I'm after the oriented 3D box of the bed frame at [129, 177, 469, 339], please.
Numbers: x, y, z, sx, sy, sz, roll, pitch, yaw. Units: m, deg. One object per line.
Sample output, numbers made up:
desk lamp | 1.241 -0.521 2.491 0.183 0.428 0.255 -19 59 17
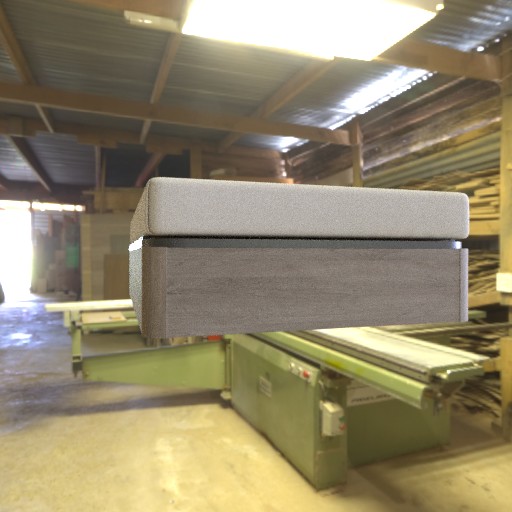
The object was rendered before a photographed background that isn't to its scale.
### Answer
bed frame | 0.000 0.000 2.618 1.400 0.561 1.900 0 0 -17
